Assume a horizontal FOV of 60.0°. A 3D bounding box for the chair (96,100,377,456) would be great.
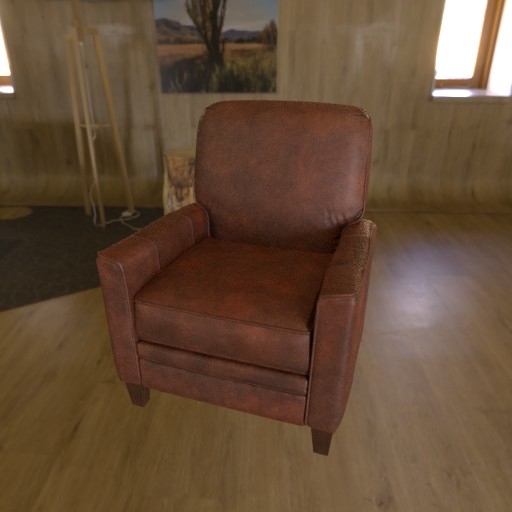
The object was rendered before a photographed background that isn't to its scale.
[{"bbox_3d":[0.000,0.000,1.676,0.843,1.043,0.836,8,26,17],"label":"chair"}]
